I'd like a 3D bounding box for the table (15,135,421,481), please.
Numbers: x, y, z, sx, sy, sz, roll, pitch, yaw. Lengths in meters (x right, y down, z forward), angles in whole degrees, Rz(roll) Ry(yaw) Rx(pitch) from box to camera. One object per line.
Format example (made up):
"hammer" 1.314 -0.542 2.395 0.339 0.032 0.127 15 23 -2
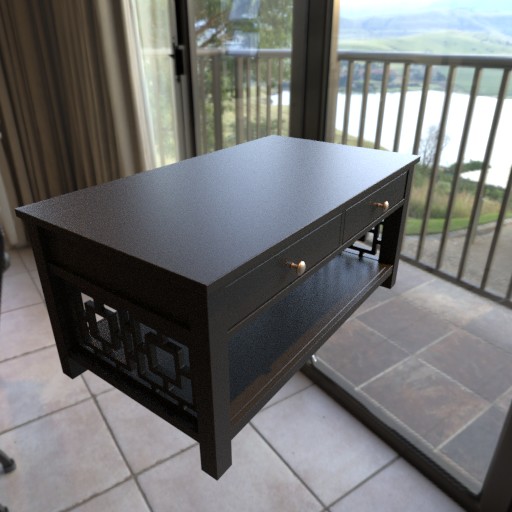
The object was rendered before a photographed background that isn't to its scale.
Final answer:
"table" 0.000 0.000 1.364 0.612 0.493 1.068 18 32 32
